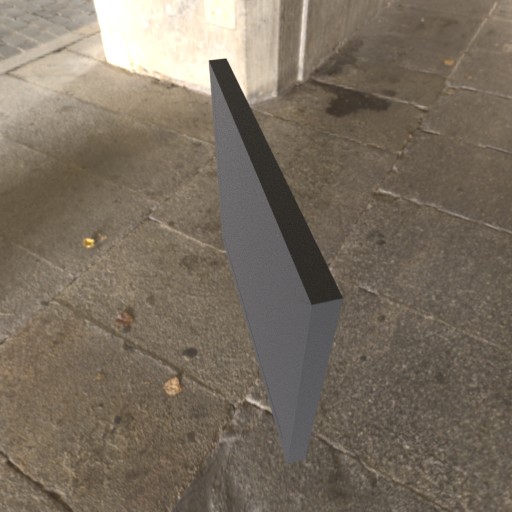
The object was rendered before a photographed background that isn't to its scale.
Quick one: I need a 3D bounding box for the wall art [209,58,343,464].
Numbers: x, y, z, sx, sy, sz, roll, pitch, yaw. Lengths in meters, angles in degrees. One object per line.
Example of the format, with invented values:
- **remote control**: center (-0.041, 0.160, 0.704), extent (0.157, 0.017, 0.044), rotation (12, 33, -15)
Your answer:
- **wall art**: center (0.000, 0.000, 0.563), extent (0.024, 0.329, 0.404), rotation (-11, 48, -10)
